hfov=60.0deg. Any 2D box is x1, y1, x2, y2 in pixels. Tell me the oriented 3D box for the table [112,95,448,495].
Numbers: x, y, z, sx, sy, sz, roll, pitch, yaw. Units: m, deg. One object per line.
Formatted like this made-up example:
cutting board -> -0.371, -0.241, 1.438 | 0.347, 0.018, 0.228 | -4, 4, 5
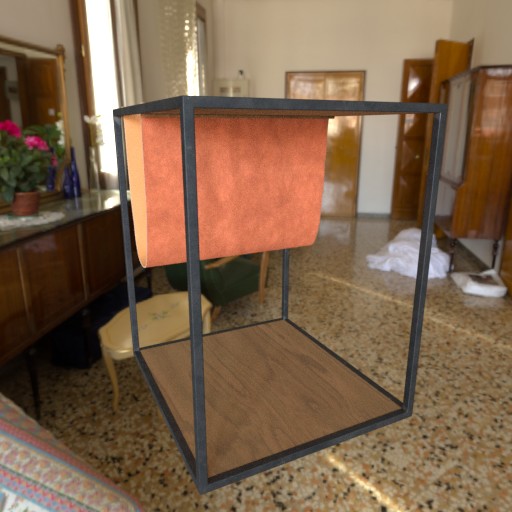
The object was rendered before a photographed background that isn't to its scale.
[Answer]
table -> 0.000, 0.000, 0.825 | 0.399, 0.536, 0.450 | -8, 18, -25
